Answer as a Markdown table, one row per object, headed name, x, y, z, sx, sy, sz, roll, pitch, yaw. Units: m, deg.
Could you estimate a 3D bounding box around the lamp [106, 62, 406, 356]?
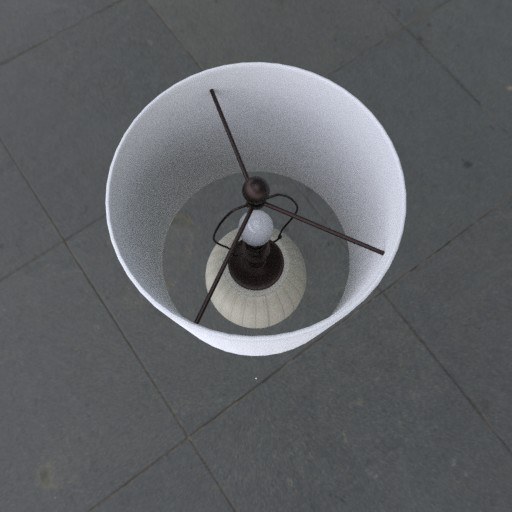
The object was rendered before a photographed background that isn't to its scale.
| name | x | y | z | sx | sy | sz | roll | pitch | yaw |
| --- | --- | --- | --- | --- | --- | --- | --- | --- | --- |
| lamp | 0.000 | 0.000 | 0.745 | 0.329 | 0.570 | 0.329 | -20 | 76 | -5 |
